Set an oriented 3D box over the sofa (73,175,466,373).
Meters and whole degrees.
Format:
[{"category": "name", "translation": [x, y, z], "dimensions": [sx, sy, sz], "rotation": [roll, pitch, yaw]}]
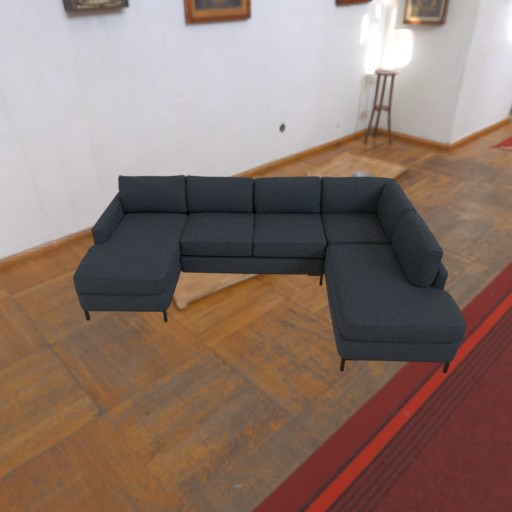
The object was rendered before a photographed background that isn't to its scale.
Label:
[{"category": "sofa", "translation": [0.000, 0.000, 3.894], "dimensions": [2.975, 0.858, 1.984], "rotation": [1, 31, 1]}]
